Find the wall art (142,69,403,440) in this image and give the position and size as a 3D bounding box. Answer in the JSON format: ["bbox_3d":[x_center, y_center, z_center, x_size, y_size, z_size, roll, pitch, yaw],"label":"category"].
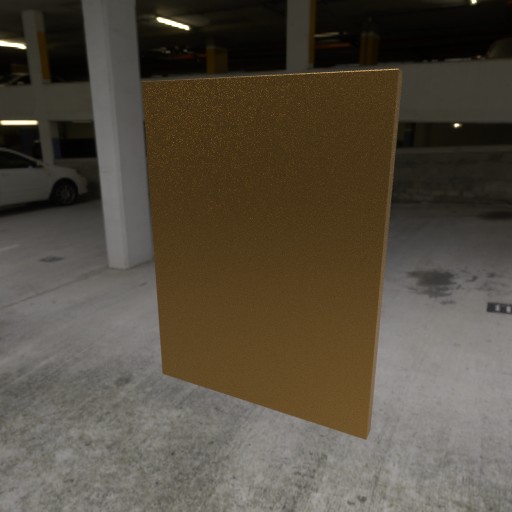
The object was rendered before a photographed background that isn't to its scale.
[{"bbox_3d":[0.000,0.000,1.079,0.610,0.812,0.038,9,19,27],"label":"wall art"}]
